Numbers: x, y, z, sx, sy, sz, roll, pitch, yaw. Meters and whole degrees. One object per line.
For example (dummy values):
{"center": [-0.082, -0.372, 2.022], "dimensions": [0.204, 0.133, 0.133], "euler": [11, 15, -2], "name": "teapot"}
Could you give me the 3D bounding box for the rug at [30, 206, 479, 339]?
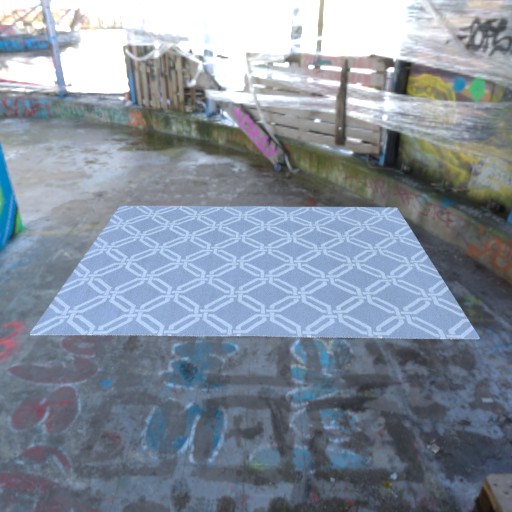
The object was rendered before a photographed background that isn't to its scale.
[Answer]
{"center": [0.000, 0.000, 2.746], "dimensions": [2.133, 0.013, 1.522], "euler": [0, 30, 1], "name": "rug"}
